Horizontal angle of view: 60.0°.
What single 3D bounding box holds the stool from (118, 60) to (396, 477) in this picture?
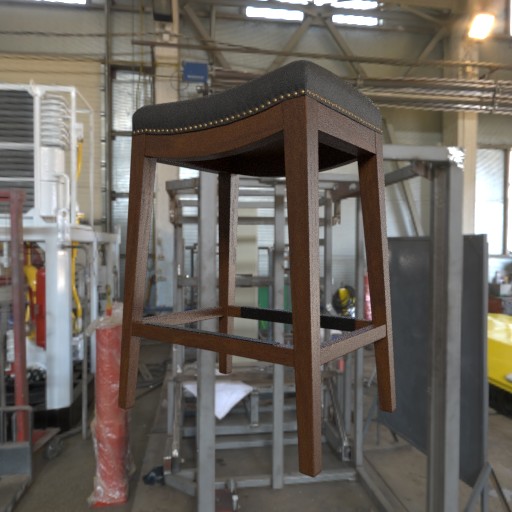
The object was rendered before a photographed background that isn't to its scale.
[{"bbox_3d":[0.000,0.000,0.954,0.490,0.664,0.353,1,2,37],"label":"stool"}]
